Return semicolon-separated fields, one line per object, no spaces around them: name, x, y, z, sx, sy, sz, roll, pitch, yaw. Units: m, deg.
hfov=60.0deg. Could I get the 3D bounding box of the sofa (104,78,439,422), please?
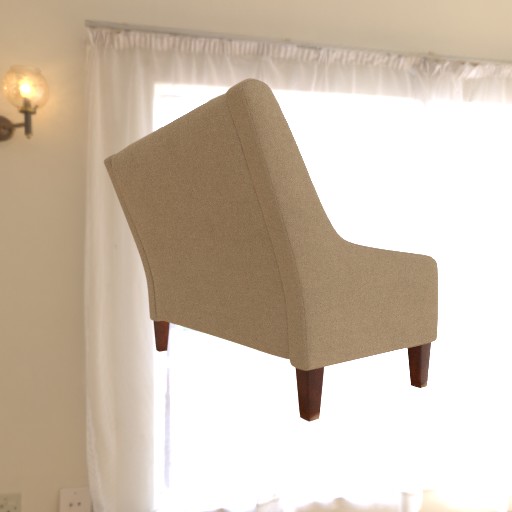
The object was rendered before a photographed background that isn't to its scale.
sofa;0.000;0.000;1.911;0.946;0.976;1.212;0;1;-35
